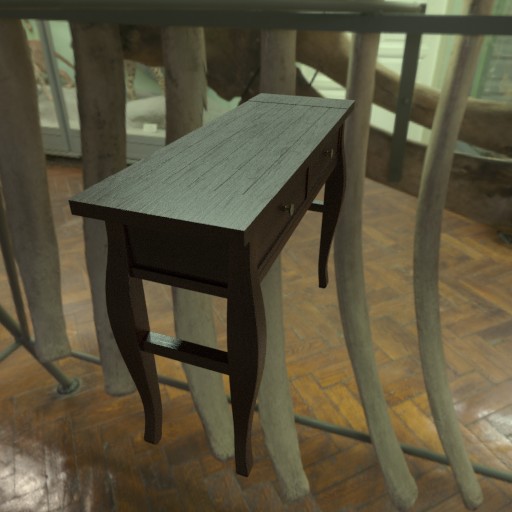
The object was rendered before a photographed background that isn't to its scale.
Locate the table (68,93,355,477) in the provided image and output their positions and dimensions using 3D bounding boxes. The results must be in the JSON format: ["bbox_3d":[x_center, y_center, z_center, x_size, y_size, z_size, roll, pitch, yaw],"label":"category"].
[{"bbox_3d":[0.000,0.000,1.400,0.373,0.768,1.062,11,33,17],"label":"table"}]
